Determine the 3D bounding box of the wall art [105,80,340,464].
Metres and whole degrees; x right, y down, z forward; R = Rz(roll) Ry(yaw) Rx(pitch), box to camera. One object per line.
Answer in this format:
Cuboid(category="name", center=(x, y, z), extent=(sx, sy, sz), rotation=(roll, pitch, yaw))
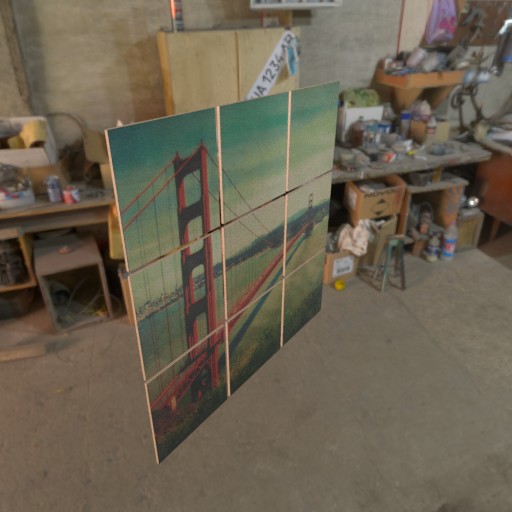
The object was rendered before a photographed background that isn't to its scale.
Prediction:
Cuboid(category="wall art", center=(0.000, 0.000, 2.220), extent=(0.014, 1.507, 1.519), rotation=(19, 33, 32))
